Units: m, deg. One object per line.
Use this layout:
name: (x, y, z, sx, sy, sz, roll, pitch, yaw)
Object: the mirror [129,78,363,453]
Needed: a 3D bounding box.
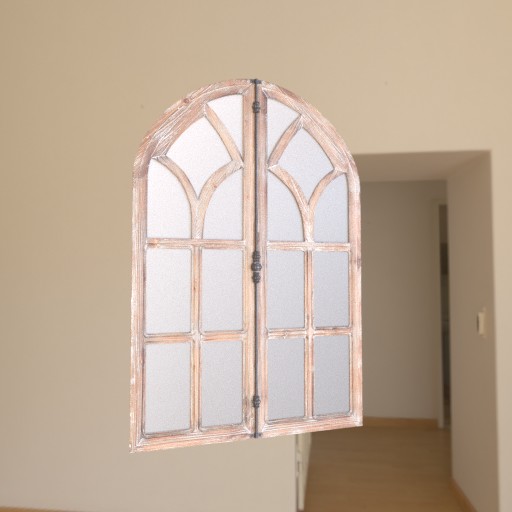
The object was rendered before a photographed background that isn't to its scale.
mirror: (0.000, 0.000, 1.129, 0.609, 0.915, 0.032, 1, -2, -18)
